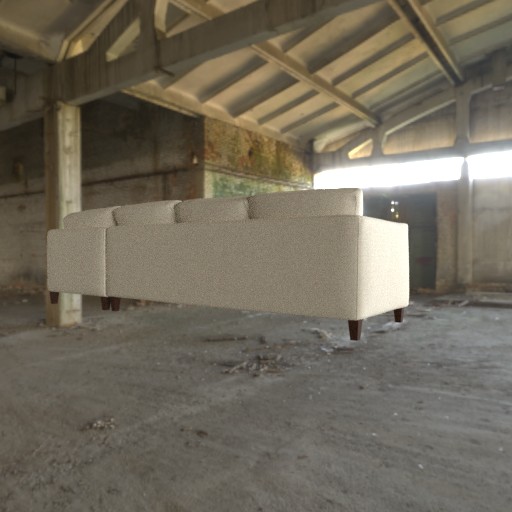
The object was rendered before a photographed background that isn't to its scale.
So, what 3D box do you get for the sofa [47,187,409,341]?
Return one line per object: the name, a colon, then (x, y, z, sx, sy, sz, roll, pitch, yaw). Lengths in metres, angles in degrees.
sofa: (0.000, 0.000, 4.471, 3.302, 0.947, 2.593, 0, 1, 35)
